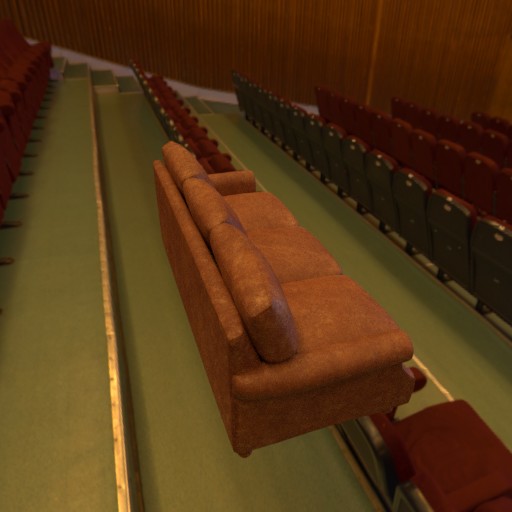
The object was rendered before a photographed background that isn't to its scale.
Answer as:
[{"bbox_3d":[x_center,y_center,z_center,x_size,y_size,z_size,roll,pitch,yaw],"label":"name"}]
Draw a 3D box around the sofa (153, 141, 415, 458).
[{"bbox_3d":[0.000,0.000,2.864,0.973,0.977,2.351,-10,33,-16],"label":"sofa"}]
